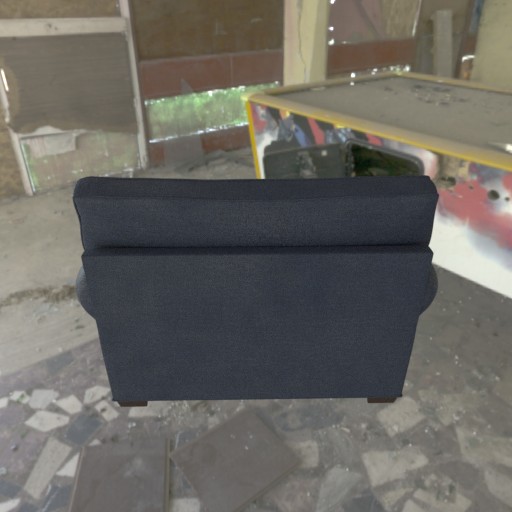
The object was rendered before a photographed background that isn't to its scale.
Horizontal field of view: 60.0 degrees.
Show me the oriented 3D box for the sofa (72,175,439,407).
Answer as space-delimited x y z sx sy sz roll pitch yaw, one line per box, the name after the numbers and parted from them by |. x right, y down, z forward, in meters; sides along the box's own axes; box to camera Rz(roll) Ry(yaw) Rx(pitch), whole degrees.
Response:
0.000 0.000 2.077 1.405 1.004 0.938 -1 30 -1 | sofa
